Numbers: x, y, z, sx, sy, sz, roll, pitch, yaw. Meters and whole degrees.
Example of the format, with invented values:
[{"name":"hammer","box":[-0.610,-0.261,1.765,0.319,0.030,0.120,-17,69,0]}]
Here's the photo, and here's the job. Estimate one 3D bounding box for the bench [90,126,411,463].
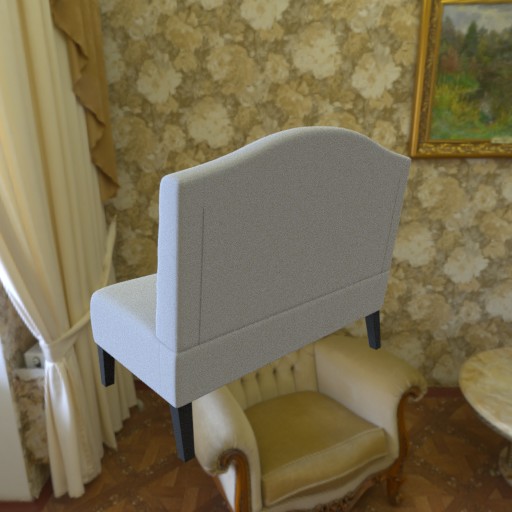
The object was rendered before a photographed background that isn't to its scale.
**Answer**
[{"name":"bench","box":[0.000,0.000,2.098,1.335,1.180,0.815,-15,22,-41]}]
